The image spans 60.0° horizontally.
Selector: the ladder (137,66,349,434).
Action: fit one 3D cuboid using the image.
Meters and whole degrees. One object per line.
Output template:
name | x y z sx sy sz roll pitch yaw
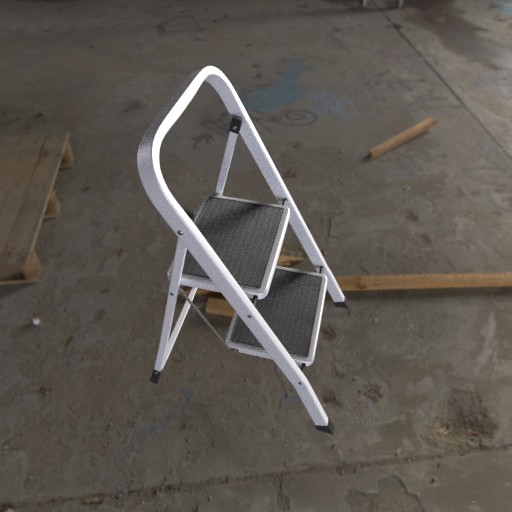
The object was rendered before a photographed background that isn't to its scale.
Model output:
ladder | 0.000 0.000 1.108 0.544 0.810 0.460 10 48 9
